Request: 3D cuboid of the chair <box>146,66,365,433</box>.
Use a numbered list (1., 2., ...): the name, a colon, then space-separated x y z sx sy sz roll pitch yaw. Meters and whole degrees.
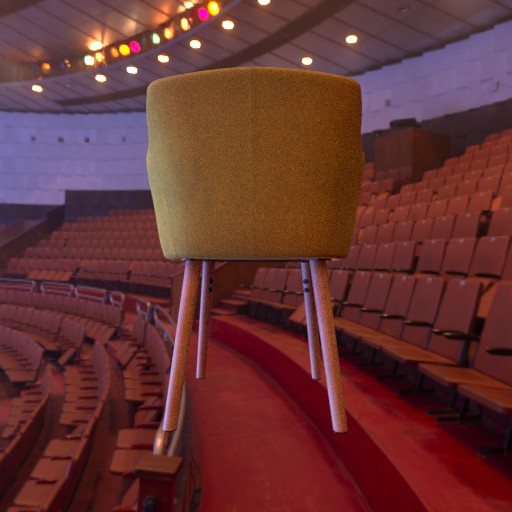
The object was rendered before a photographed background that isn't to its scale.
1. chair: 0.000 0.000 1.184 0.570 0.780 0.570 0 -2 1
